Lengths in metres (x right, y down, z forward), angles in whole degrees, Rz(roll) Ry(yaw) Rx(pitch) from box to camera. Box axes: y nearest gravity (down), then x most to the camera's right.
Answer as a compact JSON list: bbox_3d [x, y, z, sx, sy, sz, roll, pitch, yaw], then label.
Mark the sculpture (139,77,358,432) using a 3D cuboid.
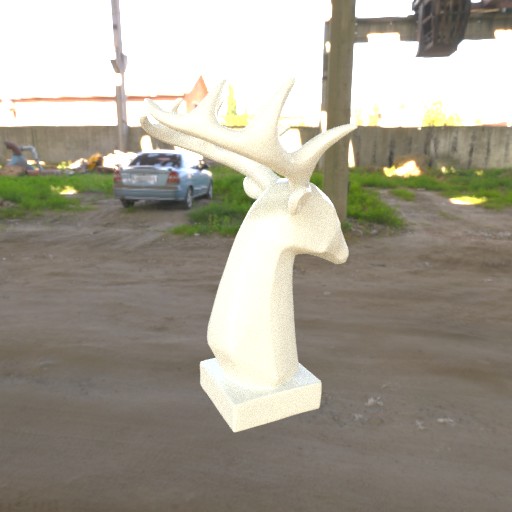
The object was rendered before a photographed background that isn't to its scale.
[{"bbox_3d":[0.000,0.000,0.463,0.224,0.329,0.174,-6,15,-25],"label":"sculpture"}]
